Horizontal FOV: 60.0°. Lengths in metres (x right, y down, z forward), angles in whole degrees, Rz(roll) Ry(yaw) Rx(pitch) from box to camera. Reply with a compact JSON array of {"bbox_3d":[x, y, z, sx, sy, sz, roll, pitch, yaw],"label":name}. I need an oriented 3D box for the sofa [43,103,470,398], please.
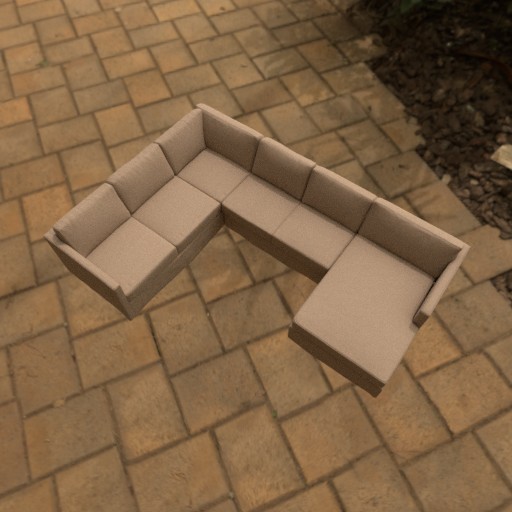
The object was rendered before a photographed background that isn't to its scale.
[{"bbox_3d":[0.000,0.000,4.536,3.460,0.882,2.427,33,64,18],"label":"sofa"}]
